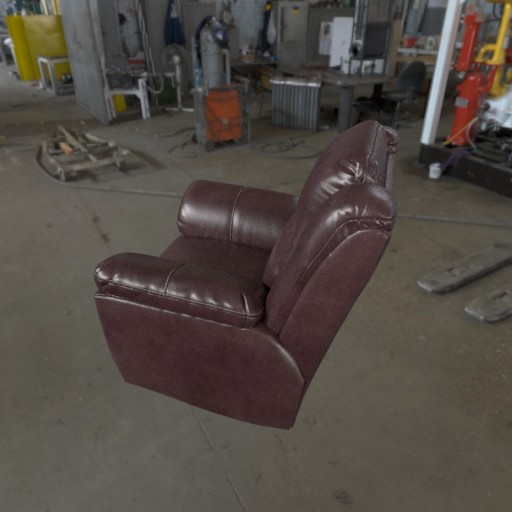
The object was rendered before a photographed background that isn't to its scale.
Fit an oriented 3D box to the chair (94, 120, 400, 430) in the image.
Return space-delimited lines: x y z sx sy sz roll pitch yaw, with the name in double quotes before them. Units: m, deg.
"chair" 0.000 0.000 1.897 1.041 1.093 0.990 8 31 14
